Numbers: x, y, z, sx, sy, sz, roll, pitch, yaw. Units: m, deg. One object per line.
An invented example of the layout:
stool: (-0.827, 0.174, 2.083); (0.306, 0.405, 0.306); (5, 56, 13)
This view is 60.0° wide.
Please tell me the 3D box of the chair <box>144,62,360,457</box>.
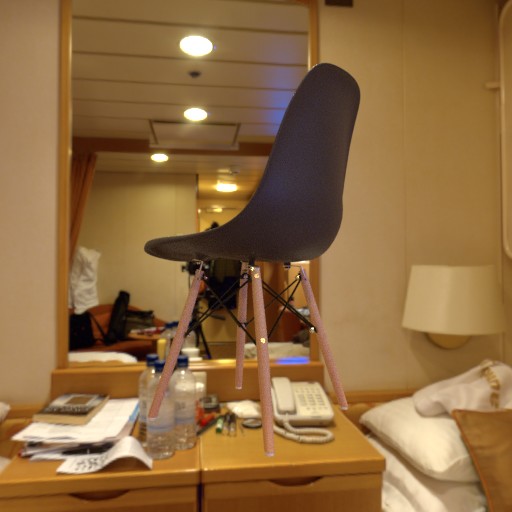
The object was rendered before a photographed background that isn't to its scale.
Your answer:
chair: (0.000, 0.000, 1.160); (0.533, 0.825, 0.470); (-1, -2, 35)
